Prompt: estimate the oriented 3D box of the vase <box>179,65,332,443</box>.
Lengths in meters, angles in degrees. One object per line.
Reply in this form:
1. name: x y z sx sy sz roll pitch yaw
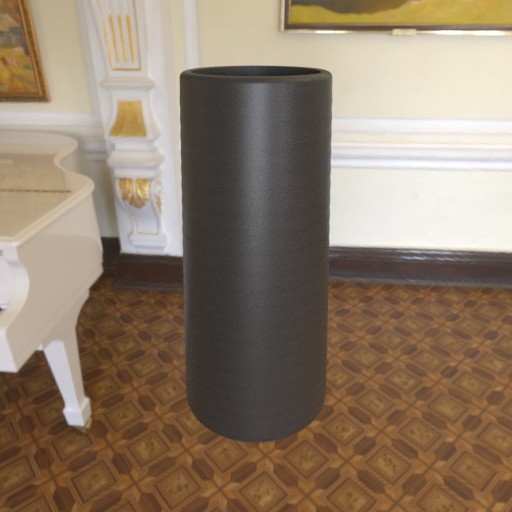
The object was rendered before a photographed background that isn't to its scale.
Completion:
1. vase: 0.000 0.000 0.374 0.136 0.289 0.136 8 28 16
